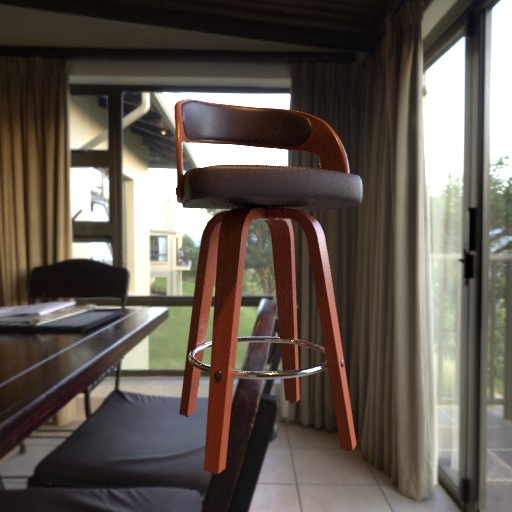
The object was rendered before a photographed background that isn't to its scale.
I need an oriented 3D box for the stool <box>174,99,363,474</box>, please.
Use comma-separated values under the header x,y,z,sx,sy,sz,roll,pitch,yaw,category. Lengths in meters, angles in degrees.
x,y,z,sx,sy,sz,roll,pitch,yaw,category
0.000,0.000,1.202,0.457,0.940,0.457,-1,2,-19,stool
